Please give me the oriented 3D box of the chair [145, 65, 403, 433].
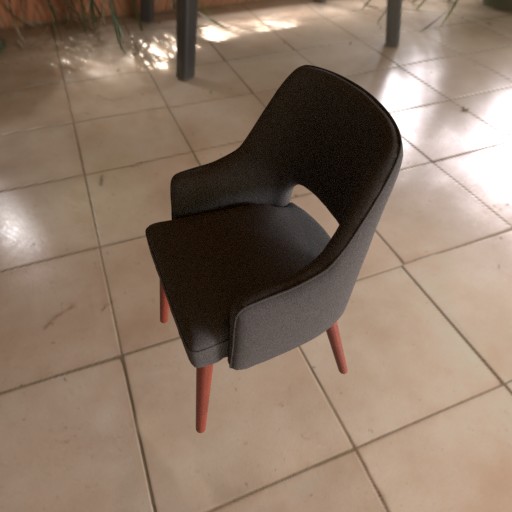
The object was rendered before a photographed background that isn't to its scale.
[{"bbox_3d":[0.000,0.000,1.214,0.560,0.838,0.559,-17,48,-16],"label":"chair"}]
